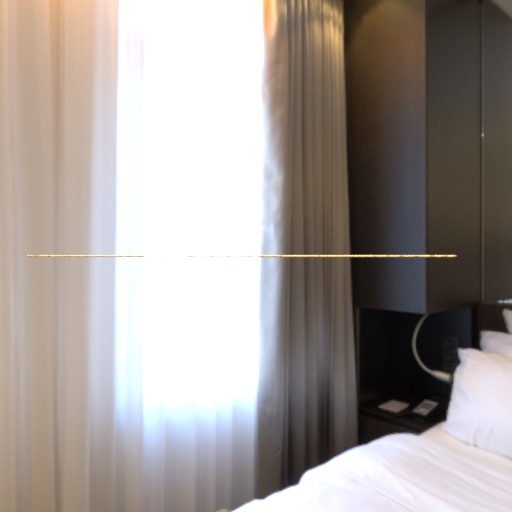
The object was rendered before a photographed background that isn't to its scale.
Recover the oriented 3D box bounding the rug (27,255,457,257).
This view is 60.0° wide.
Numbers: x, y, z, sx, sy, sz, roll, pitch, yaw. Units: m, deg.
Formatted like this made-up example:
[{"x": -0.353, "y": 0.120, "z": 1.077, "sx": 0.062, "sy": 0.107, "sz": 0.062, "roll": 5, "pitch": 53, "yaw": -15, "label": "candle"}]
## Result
[{"x": 0.000, "y": 0.000, "z": 2.314, "sx": 1.827, "sy": 0.007, "sz": 1.211, "roll": 0, "pitch": 0, "yaw": 20, "label": "rug"}]
